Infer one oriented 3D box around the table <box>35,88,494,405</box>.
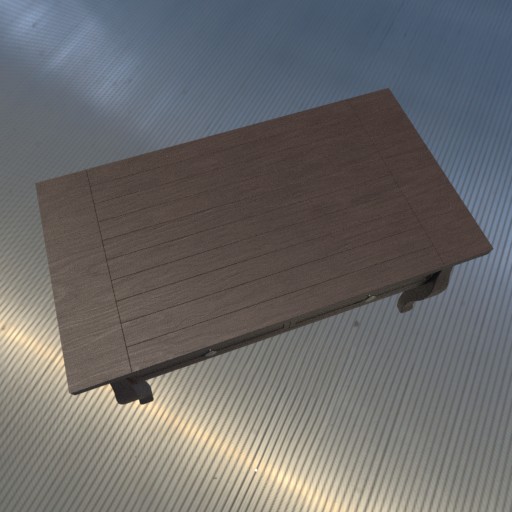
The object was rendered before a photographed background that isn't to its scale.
[{"bbox_3d":[0.000,0.000,1.379,1.062,0.494,0.600,-18,66,-8],"label":"table"}]
